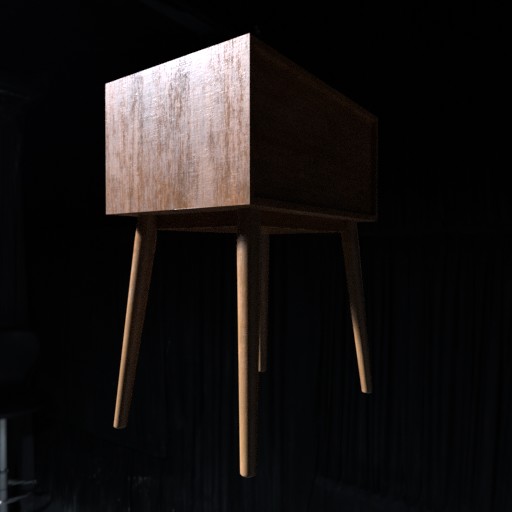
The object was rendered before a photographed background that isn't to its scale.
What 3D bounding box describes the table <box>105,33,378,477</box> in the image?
[{"bbox_3d":[0.000,0.000,0.846,0.307,0.580,0.454,1,1,36],"label":"table"}]
